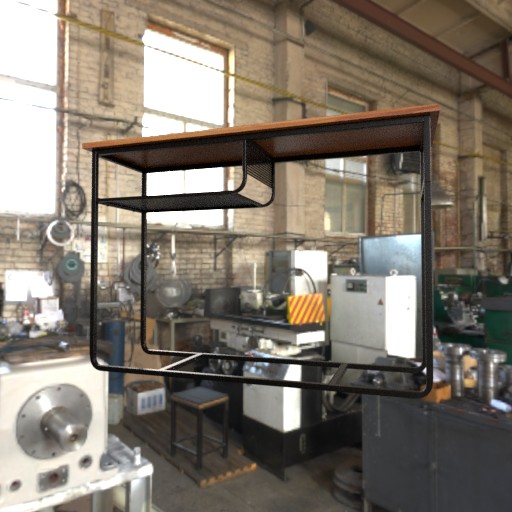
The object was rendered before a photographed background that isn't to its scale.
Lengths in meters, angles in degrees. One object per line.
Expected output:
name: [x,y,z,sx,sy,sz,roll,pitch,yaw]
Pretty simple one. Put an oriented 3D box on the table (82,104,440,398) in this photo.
table: [0.000,0.000,1.449,1.100,0.750,0.350,-1,-2,19]
